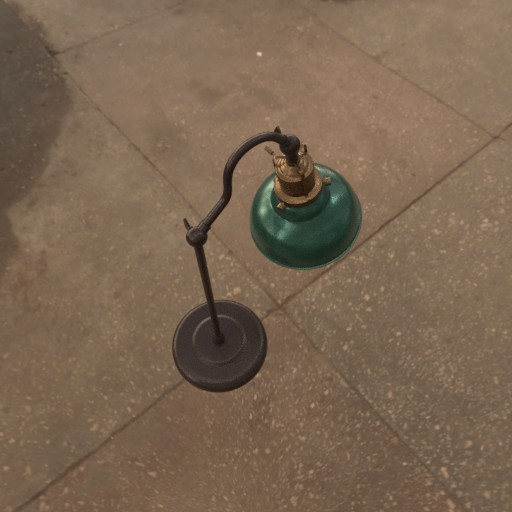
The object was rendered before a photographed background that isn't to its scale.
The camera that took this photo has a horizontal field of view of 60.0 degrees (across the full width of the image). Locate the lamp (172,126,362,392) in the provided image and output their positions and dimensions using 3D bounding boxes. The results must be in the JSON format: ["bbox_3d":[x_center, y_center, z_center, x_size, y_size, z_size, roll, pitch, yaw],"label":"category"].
[{"bbox_3d":[0.000,0.000,0.707,0.374,0.508,0.192,-33,64,-18],"label":"lamp"}]
